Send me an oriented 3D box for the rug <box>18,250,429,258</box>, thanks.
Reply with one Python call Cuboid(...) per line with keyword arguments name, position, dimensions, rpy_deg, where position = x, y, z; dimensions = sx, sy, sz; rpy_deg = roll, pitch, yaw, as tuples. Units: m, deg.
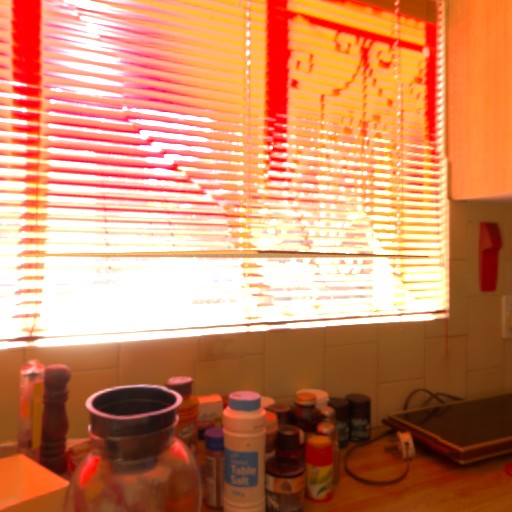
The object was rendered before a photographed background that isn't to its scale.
Cuboid(name="rug", position=(0.000, 0.000, 2.726), dimensions=(1.524, 0.013, 2.134), rpy_deg=(0, -1, 35))
